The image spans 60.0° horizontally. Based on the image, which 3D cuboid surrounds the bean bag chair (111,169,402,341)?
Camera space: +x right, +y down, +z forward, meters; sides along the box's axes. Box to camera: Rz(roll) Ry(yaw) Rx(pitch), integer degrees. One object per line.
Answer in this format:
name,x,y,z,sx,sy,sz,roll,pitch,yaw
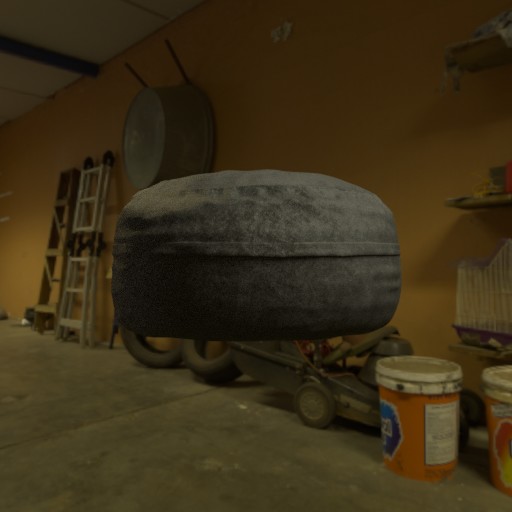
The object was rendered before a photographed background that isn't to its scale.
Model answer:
bean bag chair,0.000,0.000,2.433,1.525,0.751,1.525,0,-1,0
